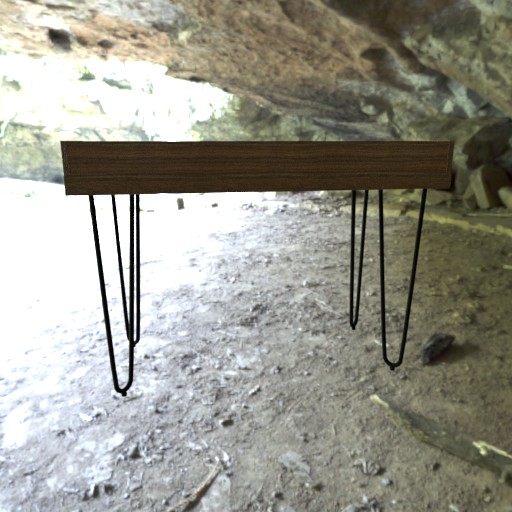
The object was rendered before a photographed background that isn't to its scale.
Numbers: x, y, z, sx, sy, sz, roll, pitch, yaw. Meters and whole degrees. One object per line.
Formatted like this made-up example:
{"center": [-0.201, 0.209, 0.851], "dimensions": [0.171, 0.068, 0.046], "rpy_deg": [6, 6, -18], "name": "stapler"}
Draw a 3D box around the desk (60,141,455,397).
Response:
{"center": [0.000, 0.000, 1.696], "dimensions": [1.200, 0.854, 0.565], "rpy_deg": [-3, 15, -10], "name": "desk"}
